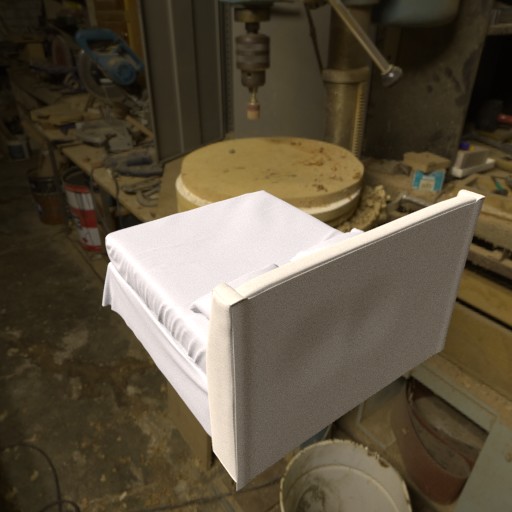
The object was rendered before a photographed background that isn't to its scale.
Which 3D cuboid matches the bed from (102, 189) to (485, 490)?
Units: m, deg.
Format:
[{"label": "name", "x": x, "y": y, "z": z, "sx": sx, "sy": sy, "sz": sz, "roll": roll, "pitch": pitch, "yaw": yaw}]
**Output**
[{"label": "bed", "x": 0.000, "y": 0.000, "z": 3.377, "sx": 1.925, "sy": 1.332, "sz": 2.276, "roll": -20, "pitch": 36, "yaw": -30}]
